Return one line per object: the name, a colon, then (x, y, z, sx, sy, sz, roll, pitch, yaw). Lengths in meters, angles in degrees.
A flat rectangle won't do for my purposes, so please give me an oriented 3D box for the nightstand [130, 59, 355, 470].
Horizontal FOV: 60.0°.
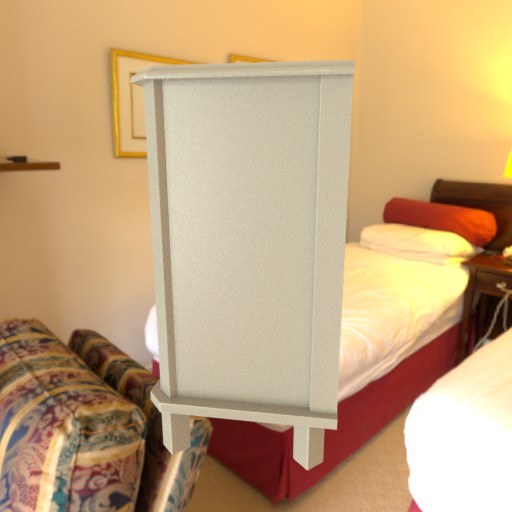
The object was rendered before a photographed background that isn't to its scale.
nightstand: (0.000, 0.000, 0.924, 0.348, 0.680, 0.435, 2, 14, 9)
